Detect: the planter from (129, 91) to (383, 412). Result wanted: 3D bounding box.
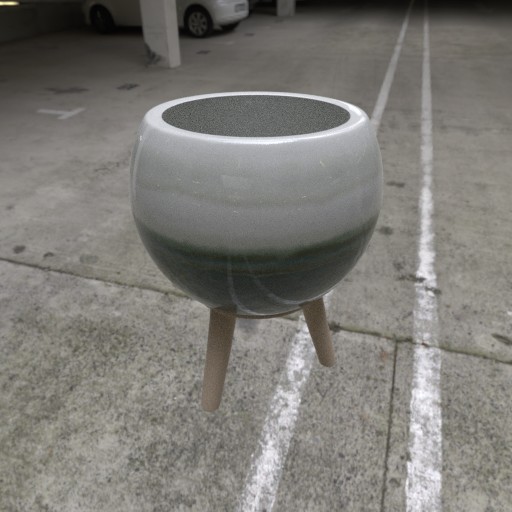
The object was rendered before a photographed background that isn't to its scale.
[{"bbox_3d":[0.000,0.000,0.436,0.222,0.278,0.222,0,30,0],"label":"planter"}]
